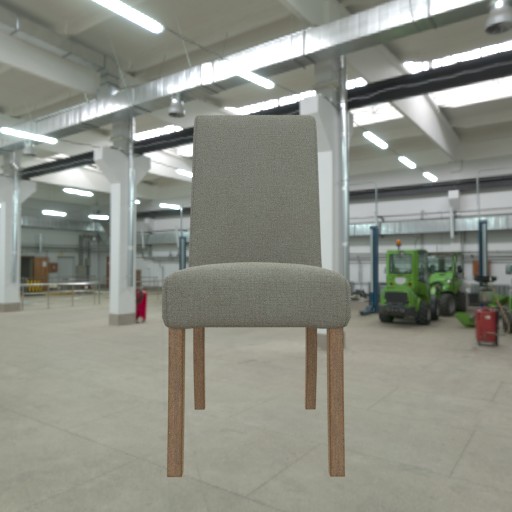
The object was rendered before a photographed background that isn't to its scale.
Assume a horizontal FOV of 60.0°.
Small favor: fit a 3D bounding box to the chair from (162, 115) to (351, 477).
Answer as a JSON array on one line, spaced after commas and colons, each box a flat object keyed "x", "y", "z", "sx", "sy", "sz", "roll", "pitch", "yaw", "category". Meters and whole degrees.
[{"x": 0.000, "y": 0.000, "z": 1.335, "sx": 0.450, "sy": 1.033, "sz": 0.611, "roll": 0, "pitch": -1, "yaw": 0, "category": "chair"}]
